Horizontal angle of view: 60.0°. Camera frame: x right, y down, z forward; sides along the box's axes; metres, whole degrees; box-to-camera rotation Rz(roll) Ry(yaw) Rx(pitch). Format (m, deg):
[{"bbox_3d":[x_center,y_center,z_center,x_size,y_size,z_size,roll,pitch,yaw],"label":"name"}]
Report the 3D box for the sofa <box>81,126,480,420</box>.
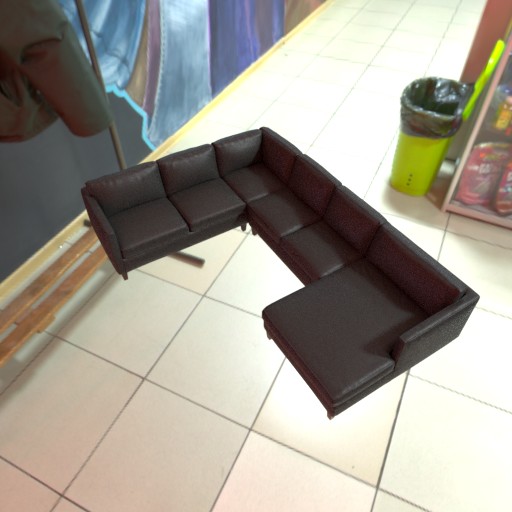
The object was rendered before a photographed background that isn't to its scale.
[{"bbox_3d":[0.000,0.000,4.628,2.593,0.923,3.460,-24,50,-22],"label":"sofa"}]
